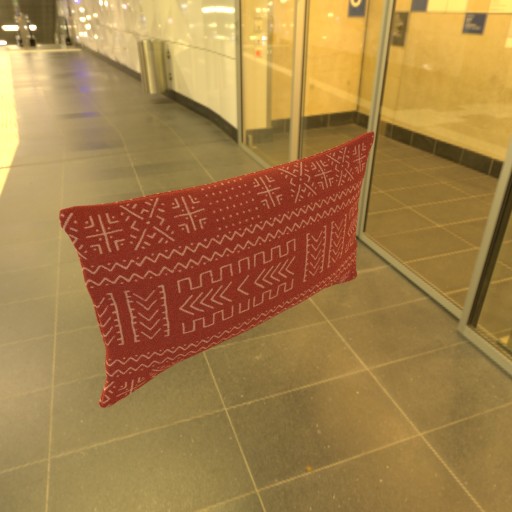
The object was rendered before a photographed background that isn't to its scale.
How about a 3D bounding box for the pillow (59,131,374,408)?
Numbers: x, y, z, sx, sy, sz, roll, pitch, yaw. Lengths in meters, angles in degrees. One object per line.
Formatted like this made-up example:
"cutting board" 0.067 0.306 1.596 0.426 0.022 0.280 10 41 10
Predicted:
"pillow" 0.000 0.000 0.806 0.640 0.352 0.130 -22 36 -34
